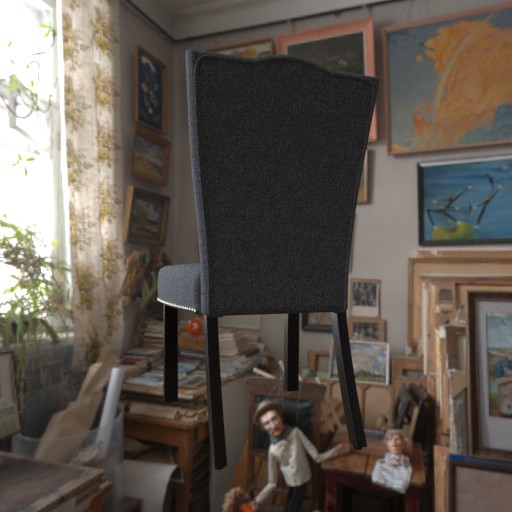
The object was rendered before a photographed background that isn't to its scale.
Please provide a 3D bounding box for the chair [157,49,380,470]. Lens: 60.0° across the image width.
[{"bbox_3d":[0.000,0.000,1.297,0.518,0.946,0.589,0,-2,-18],"label":"chair"}]
